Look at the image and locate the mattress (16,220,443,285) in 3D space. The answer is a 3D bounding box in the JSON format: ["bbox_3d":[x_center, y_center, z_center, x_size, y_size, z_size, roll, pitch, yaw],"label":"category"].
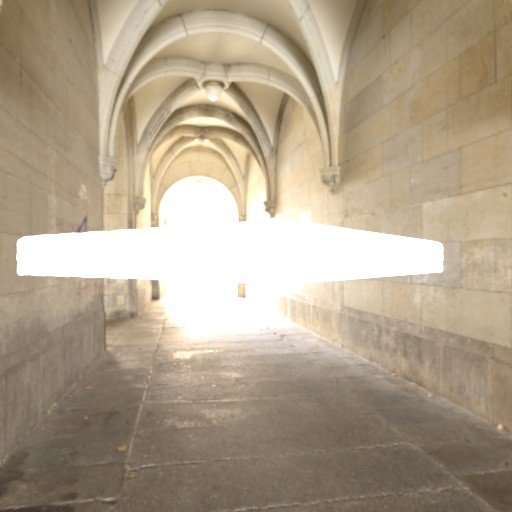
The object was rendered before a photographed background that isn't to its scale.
[{"bbox_3d":[0.000,0.000,2.523,1.600,0.200,1.900,0,-1,35],"label":"mattress"}]
